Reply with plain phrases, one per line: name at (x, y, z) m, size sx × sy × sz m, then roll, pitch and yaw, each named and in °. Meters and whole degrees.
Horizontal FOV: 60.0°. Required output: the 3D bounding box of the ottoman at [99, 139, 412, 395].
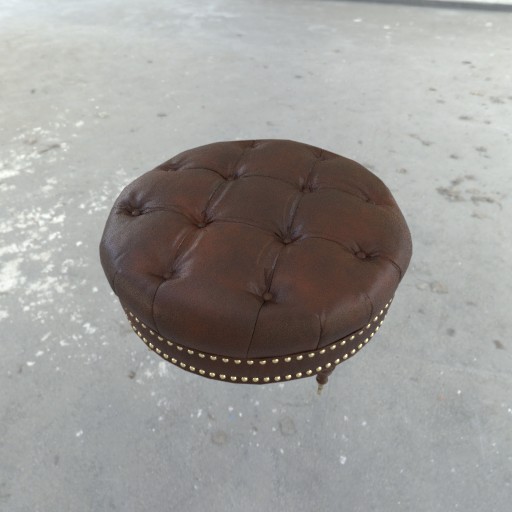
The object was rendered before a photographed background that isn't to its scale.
ottoman at (0.000, 0.000, 1.385) m, size 0.901 × 0.455 × 0.901 m, roll 0°, pitch 41°, yaw 0°
